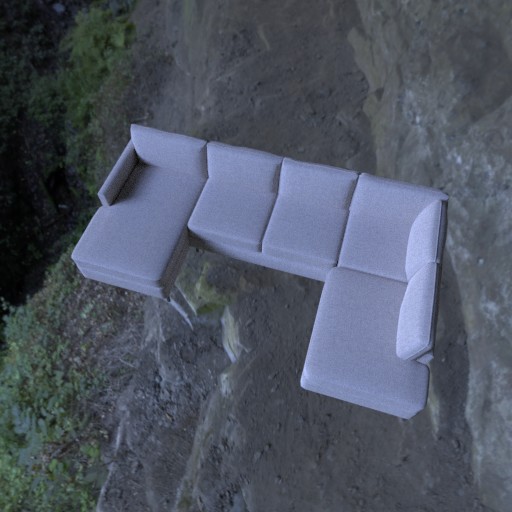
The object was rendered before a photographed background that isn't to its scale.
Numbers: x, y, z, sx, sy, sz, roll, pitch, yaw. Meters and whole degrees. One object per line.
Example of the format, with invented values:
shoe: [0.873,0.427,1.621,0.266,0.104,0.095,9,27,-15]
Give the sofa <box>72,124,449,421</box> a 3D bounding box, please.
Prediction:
sofa: [0.000,0.000,4.287,3.423,0.996,2.021,14,60,8]
